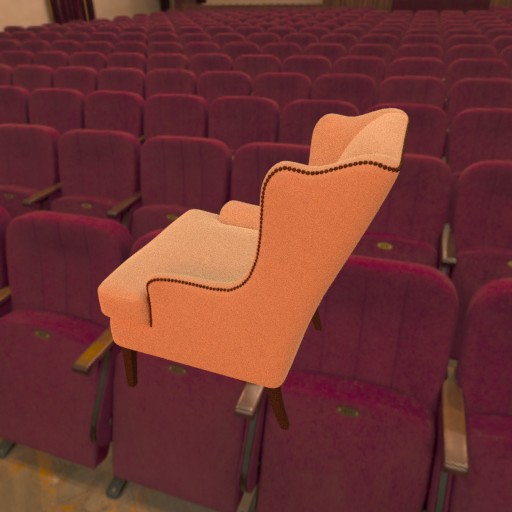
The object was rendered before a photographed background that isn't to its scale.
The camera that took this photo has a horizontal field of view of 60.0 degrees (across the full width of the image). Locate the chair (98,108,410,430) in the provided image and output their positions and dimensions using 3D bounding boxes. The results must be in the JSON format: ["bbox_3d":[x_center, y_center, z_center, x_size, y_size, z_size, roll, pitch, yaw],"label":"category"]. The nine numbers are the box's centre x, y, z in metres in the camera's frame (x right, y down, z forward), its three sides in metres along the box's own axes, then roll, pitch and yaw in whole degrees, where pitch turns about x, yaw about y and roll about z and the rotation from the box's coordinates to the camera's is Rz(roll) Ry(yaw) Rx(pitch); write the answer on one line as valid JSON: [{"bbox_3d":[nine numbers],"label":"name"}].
[{"bbox_3d":[0.000,0.000,1.670,0.940,1.029,0.737,9,30,16],"label":"chair"}]
